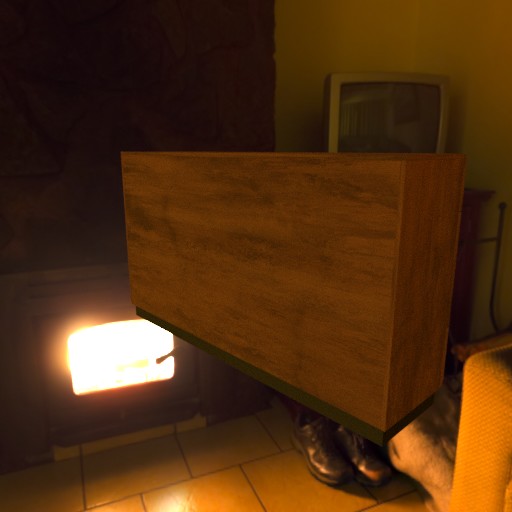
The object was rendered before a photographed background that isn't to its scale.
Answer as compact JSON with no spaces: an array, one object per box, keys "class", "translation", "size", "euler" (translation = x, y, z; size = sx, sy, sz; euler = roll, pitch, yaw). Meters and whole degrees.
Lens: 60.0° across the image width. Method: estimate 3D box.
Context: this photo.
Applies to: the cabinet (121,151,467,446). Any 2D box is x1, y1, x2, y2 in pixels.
[{"class":"cabinet","translation":[0.000,0.000,1.978],"size":[0.420,0.900,1.600],"euler":[-13,18,-42]}]
